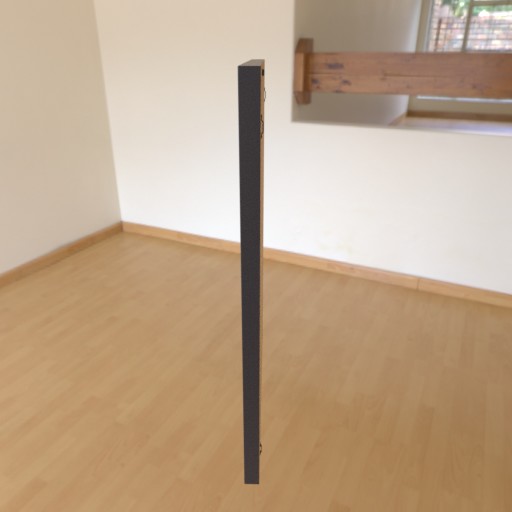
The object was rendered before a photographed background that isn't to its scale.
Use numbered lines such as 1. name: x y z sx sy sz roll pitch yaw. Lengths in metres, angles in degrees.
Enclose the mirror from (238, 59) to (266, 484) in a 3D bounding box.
1. mirror: 0.000 0.000 1.139 0.040 0.915 0.609 1 25 1
